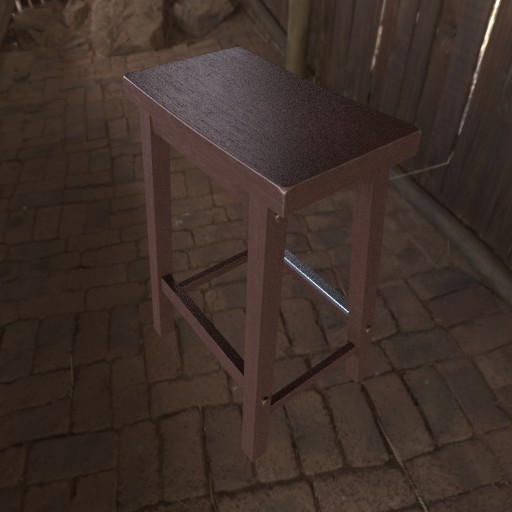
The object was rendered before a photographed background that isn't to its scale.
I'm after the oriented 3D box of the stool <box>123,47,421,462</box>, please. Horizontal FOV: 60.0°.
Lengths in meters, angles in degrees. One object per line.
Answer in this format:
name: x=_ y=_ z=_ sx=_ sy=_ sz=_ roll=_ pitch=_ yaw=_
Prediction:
stool: x=0.000 y=0.000 z=0.838 sx=0.322 sy=0.610 sz=0.406 roll=-27 pitch=49 yaw=-26
